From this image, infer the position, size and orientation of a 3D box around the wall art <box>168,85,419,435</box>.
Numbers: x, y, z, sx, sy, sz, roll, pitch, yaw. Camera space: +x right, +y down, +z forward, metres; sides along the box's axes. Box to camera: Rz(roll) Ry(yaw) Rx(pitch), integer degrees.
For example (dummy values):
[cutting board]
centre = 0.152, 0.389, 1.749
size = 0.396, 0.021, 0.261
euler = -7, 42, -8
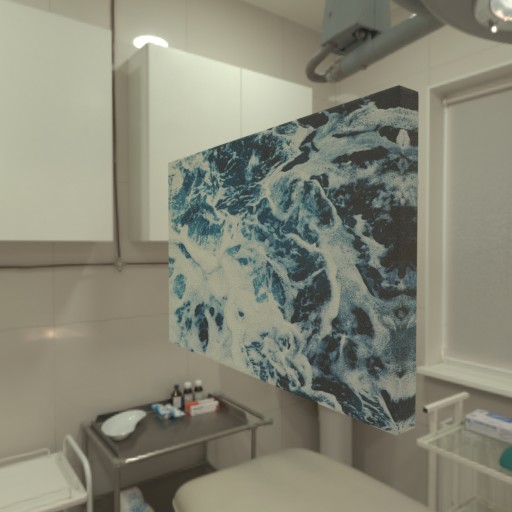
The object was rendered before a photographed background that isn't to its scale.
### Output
[wall art]
centre = 0.000, 0.000, 0.768
size = 0.043, 0.407, 0.609
euler = -1, 2, -36
